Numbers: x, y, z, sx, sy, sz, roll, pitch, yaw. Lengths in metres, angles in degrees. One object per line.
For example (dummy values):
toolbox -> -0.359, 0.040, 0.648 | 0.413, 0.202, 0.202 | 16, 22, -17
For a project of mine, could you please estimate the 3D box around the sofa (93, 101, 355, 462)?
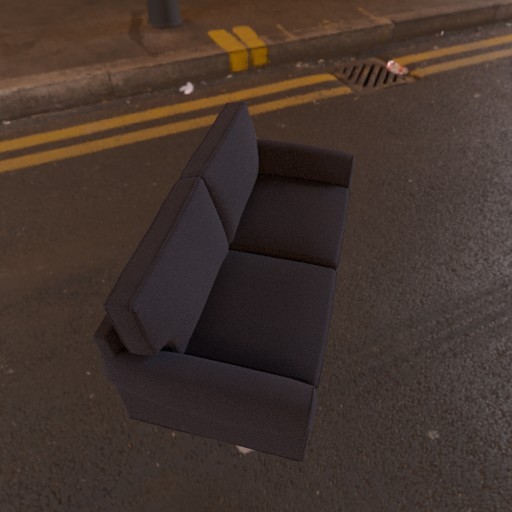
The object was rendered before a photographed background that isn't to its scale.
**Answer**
sofa -> 0.000, 0.000, 2.555 | 0.951, 1.031, 2.009 | 10, 47, 10
